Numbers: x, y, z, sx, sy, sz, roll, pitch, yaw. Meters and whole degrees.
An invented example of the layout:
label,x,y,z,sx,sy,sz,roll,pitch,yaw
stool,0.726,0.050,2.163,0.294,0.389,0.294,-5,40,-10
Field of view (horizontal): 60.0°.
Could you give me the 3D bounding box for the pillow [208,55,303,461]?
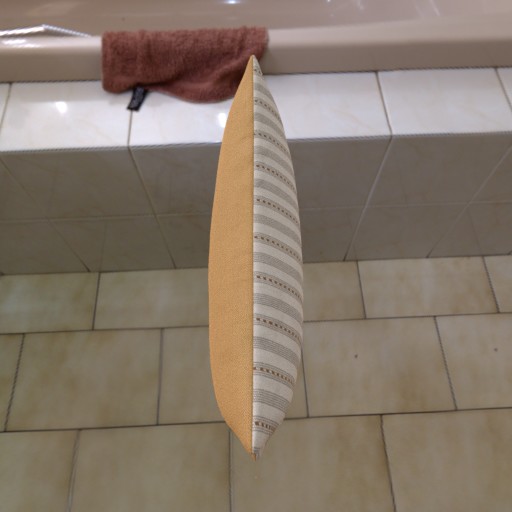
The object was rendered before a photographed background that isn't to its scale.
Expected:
label,x,y,z,sx,sy,sz,roll,pitch,yaw
pillow,0.000,0.000,0.729,0.151,0.291,0.608,0,63,0
